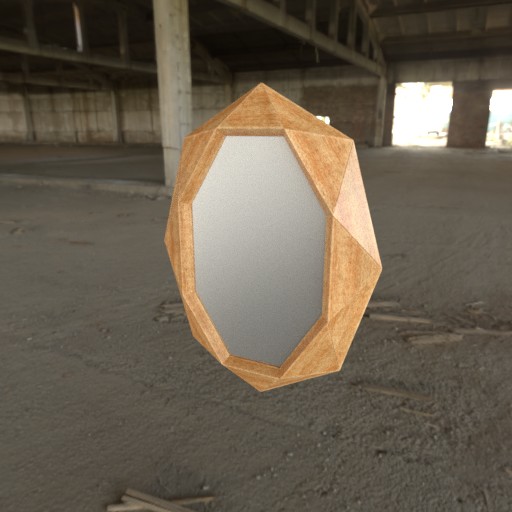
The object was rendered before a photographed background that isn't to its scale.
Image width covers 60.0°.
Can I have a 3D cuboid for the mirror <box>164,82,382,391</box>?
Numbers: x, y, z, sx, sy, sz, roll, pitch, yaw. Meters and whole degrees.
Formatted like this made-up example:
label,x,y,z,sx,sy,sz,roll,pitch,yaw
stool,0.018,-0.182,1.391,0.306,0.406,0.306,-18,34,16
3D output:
label,x,y,z,sx,sy,sz,roll,pitch,yaw
mirror,0.000,0.000,1.053,0.577,0.774,0.070,8,18,25
